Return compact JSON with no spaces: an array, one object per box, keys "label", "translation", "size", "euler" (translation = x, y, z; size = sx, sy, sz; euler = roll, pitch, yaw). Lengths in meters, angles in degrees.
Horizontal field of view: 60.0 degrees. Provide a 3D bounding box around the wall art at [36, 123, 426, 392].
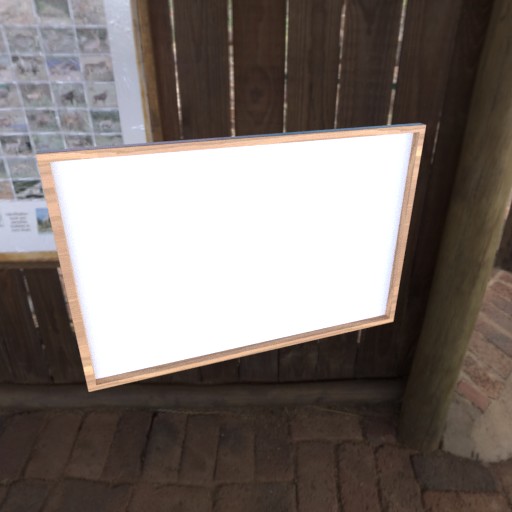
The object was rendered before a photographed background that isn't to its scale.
[{"label":"wall art","translation":[0.000,0.000,1.419],"size":[1.137,0.756,0.034],"euler":[-9,28,-18]}]
